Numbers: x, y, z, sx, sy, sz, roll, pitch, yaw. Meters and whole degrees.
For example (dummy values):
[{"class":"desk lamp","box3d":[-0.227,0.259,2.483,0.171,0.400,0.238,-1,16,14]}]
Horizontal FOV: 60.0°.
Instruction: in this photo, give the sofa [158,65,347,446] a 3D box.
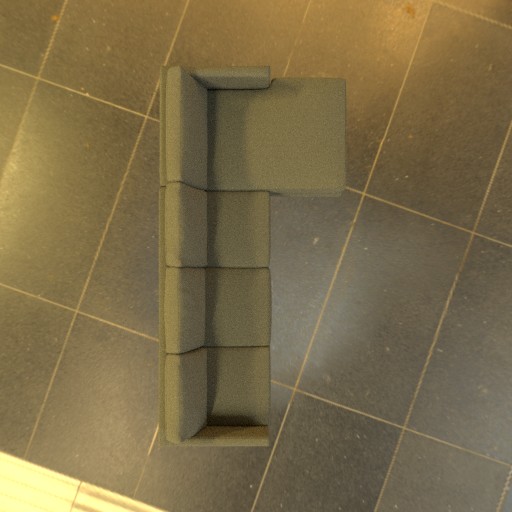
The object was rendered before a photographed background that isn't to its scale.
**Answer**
[{"class":"sofa","box3d":[0.000,0.000,3.919,1.625,0.861,3.186,0,90,0]}]
